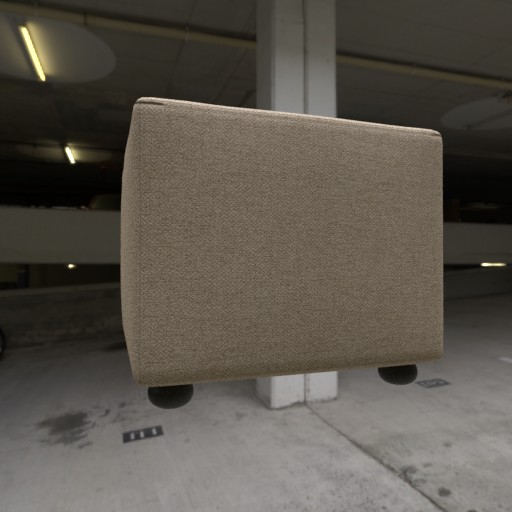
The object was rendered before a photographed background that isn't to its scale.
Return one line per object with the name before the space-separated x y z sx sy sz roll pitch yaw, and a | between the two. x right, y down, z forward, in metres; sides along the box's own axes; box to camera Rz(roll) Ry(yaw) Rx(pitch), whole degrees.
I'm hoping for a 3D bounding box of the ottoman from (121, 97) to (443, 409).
ottoman | 0.000 0.000 0.877 0.508 0.432 0.508 0 -1 -18
